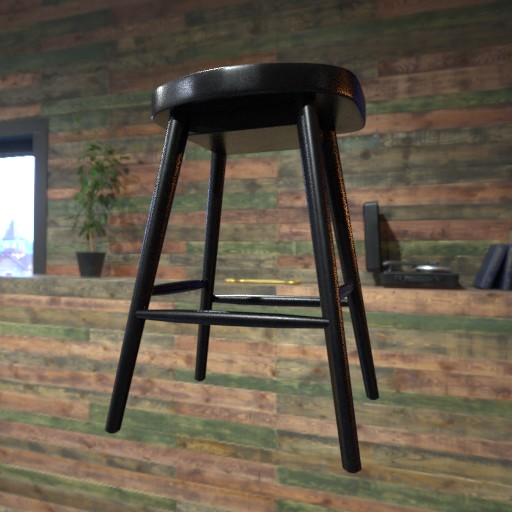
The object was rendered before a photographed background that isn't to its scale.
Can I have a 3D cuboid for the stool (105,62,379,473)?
[{"bbox_3d":[0.000,0.000,0.862,0.440,0.615,0.361,0,0,20],"label":"stool"}]
